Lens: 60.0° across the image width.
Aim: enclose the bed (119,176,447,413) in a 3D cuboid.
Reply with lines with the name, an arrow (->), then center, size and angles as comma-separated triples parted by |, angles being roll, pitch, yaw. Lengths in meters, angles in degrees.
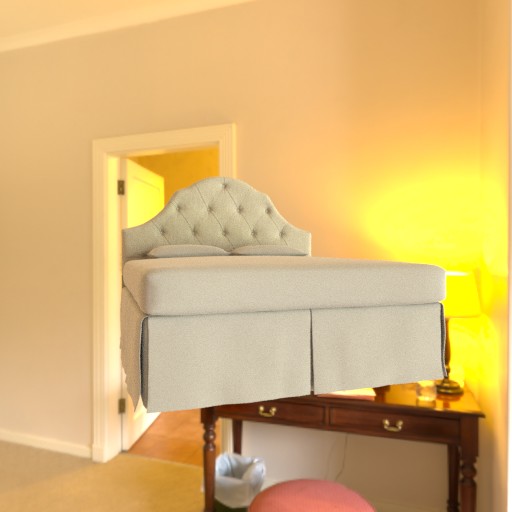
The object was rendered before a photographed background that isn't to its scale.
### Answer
bed -> 0.000, 0.000, 3.462 | 2.012, 1.555, 2.086 | 0, 1, -19
